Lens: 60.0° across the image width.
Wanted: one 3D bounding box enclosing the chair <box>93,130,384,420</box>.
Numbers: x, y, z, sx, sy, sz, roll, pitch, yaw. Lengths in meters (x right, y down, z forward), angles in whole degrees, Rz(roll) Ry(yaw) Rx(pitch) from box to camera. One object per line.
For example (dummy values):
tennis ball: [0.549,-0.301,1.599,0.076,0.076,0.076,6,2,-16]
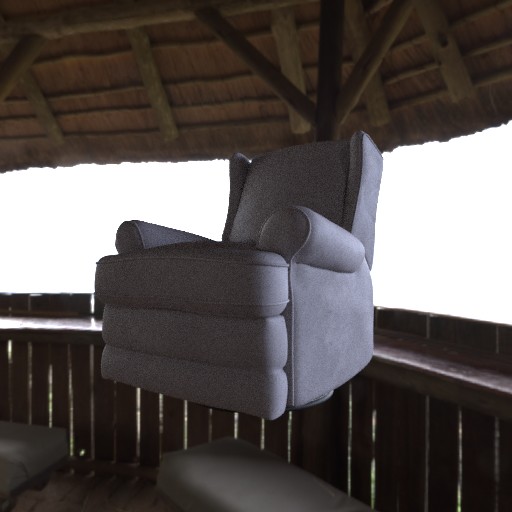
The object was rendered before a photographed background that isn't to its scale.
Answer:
chair: [0.000,0.000,1.689,0.847,1.011,0.969,-1,-1,36]
